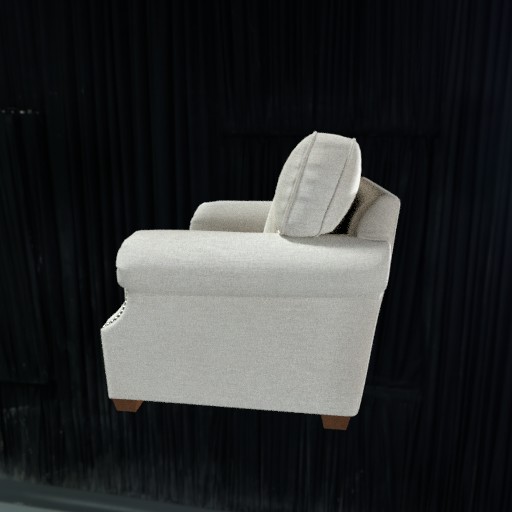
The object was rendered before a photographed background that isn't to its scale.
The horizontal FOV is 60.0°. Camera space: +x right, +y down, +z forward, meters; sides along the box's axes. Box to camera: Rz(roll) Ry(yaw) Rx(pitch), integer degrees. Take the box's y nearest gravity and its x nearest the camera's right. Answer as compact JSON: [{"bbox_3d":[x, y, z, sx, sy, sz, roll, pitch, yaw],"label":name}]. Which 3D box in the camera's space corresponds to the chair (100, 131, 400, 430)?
[{"bbox_3d":[0.000,0.000,1.841,0.965,0.961,1.092,2,14,8],"label":"chair"}]
